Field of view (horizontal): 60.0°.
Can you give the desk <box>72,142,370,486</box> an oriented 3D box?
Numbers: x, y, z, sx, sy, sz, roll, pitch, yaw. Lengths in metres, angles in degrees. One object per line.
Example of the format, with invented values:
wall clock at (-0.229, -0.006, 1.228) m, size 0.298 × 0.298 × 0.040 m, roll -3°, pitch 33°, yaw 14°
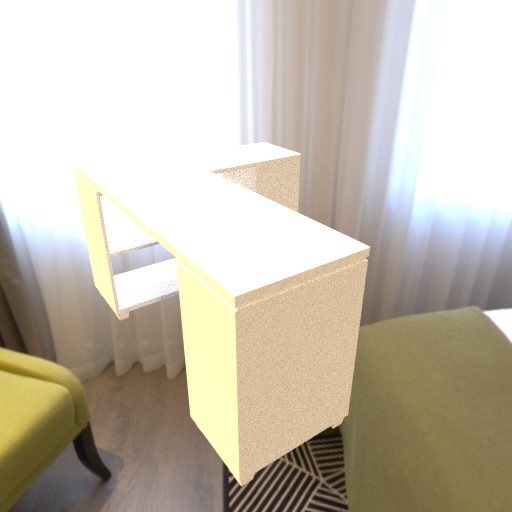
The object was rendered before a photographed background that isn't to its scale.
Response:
desk at (0.000, 0.000, 2.154) m, size 1.199 × 0.759 × 1.524 m, roll -18°, pitch 32°, yaw -31°
